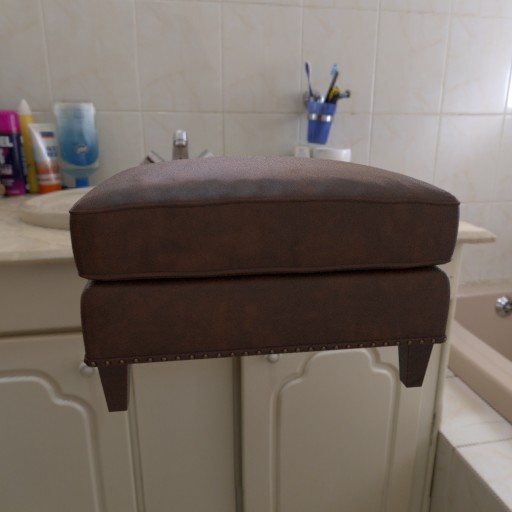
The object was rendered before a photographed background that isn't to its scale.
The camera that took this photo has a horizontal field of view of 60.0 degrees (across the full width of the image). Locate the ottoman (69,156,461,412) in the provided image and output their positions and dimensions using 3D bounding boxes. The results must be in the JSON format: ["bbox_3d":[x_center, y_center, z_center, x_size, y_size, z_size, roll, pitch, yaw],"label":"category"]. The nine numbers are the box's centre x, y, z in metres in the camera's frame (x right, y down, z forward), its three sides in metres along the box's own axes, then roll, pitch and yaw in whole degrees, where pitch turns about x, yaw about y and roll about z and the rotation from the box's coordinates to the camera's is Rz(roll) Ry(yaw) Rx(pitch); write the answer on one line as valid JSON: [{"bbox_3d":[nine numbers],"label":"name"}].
[{"bbox_3d":[0.000,0.000,1.116,0.742,0.486,0.586,-2,16,-8],"label":"ottoman"}]
